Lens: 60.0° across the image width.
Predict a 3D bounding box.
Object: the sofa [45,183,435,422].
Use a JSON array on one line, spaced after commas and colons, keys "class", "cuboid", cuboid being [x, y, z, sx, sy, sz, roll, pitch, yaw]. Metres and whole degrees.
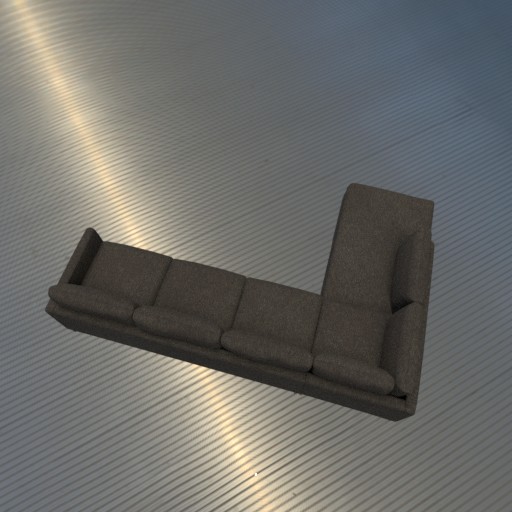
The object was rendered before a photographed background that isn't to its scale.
[{"class": "sofa", "cuboid": [0.000, 0.000, 3.894, 2.949, 0.815, 2.007, 14, 65, 7]}]
